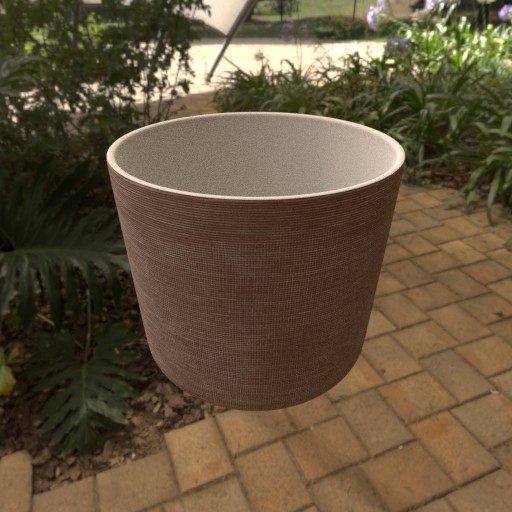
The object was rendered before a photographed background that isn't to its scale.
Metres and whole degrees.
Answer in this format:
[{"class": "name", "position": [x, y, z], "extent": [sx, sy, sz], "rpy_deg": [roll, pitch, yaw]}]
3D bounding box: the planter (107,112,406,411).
[{"class": "planter", "position": [0.000, 0.000, 0.777], "extent": [0.440, 0.398, 0.440], "rpy_deg": [0, 30, 0]}]
